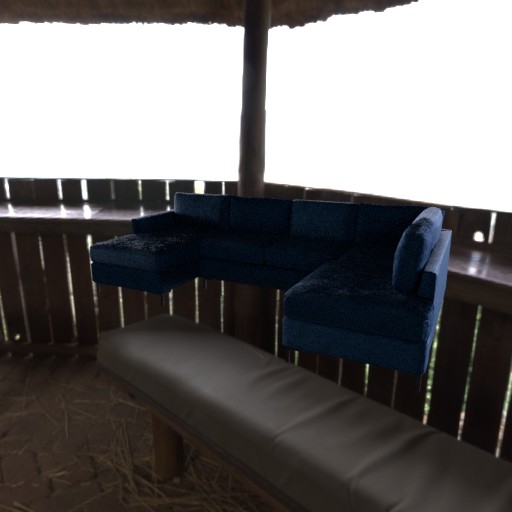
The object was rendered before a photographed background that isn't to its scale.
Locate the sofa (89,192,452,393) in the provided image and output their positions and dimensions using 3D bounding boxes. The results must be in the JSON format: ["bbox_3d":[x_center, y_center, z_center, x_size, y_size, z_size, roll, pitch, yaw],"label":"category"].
[{"bbox_3d":[0.000,0.000,4.355,3.434,0.992,2.055,7,16,26],"label":"sofa"}]
